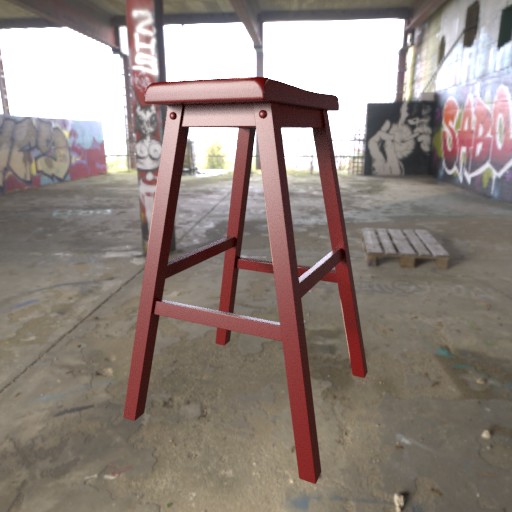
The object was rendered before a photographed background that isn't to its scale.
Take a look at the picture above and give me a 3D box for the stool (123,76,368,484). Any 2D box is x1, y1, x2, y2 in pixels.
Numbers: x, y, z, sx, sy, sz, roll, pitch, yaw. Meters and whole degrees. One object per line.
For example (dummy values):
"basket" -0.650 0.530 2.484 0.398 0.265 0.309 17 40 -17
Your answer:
"stool" 0.000 0.000 1.047 0.476 0.737 0.457 7 17 25
